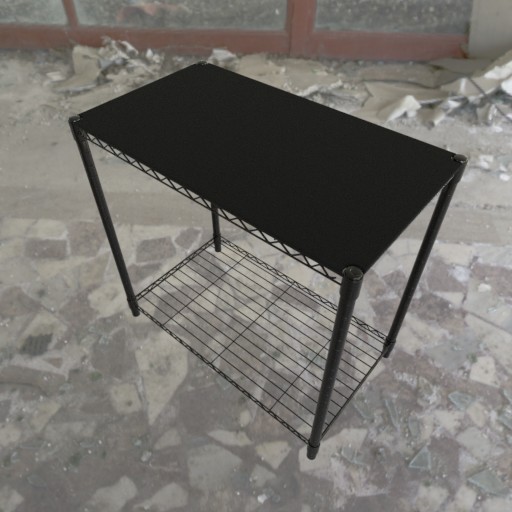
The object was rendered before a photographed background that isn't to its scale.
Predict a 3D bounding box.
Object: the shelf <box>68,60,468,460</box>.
[{"bbox_3d":[0.000,0.000,0.930,0.589,0.564,0.338,31,53,27],"label":"shelf"}]
